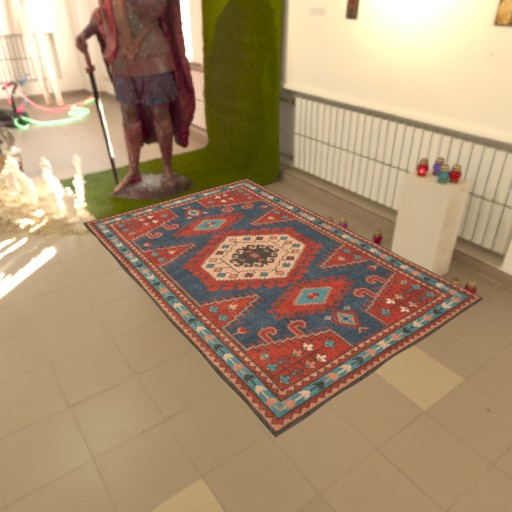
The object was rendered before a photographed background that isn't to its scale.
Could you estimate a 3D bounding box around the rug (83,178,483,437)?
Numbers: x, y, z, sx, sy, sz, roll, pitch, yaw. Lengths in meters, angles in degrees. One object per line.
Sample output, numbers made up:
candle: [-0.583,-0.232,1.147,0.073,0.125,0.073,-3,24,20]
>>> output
rug: [0.000,0.000,2.311,1.207,0.012,1.820,-21,37,-31]
